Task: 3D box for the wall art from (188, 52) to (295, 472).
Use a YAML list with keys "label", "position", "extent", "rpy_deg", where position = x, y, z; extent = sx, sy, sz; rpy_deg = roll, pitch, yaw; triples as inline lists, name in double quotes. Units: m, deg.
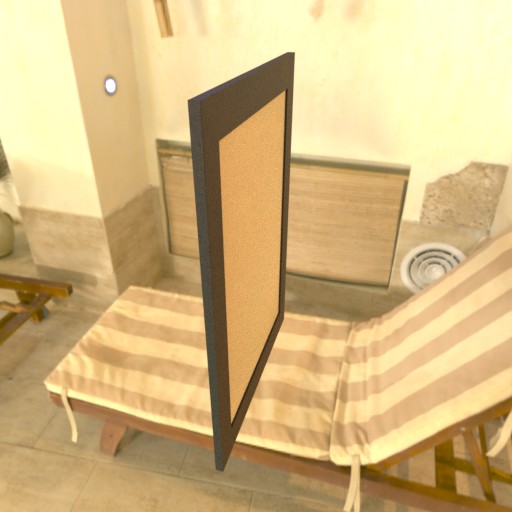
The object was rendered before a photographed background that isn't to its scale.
- label: "wall art"
  position: [0.000, 0.000, 0.648]
  extent: [0.013, 0.508, 0.359]
  rpy_deg: [9, 32, 15]
